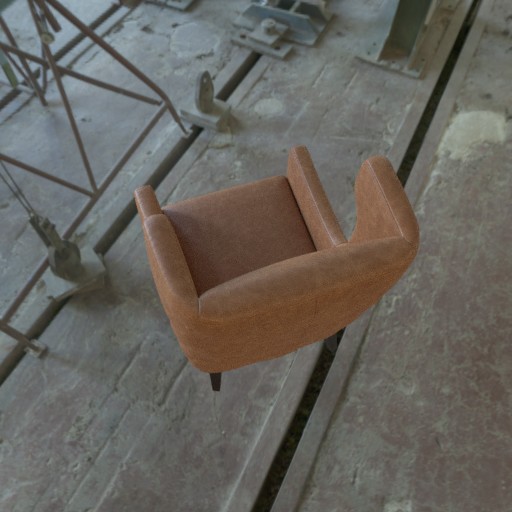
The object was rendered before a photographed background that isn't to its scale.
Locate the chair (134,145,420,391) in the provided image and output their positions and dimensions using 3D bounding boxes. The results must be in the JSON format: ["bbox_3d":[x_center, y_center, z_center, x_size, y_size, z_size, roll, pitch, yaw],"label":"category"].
[{"bbox_3d":[0.000,0.000,1.678,0.766,1.079,0.899,-16,60,-10],"label":"chair"}]
